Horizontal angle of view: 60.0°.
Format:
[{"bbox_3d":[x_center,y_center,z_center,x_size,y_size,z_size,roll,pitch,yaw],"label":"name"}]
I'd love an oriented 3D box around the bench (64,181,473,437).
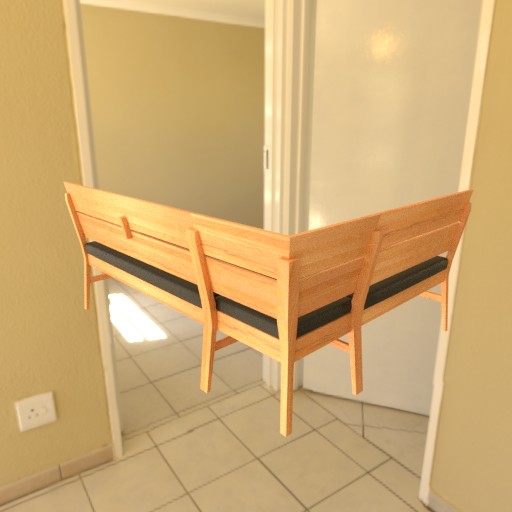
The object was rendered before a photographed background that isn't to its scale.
[{"bbox_3d":[0.000,0.000,2.798,1.548,0.890,1.948,-16,23,-41],"label":"bench"}]
